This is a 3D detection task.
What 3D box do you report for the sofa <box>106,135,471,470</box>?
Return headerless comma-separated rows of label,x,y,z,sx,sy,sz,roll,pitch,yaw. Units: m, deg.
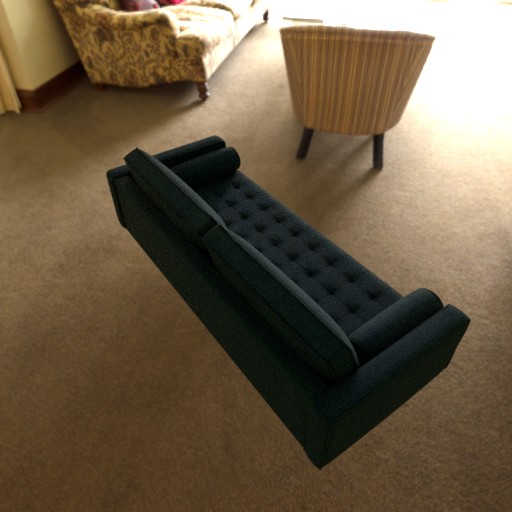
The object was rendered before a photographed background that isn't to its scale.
sofa,0.000,0.000,2.631,0.914,0.762,2.210,-26,49,-26
